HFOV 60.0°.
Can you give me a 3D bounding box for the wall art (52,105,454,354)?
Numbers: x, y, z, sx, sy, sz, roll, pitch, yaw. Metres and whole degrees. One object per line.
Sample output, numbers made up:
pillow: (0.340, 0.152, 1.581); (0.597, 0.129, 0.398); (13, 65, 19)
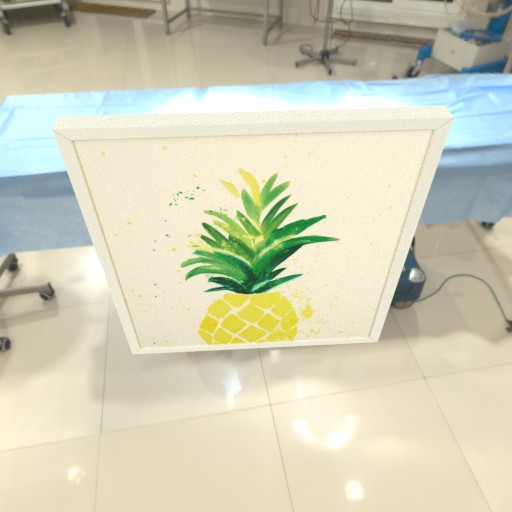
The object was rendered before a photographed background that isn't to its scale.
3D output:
wall art: (0.000, 0.000, 0.454); (0.307, 0.307, 0.020); (-2, 45, -2)
